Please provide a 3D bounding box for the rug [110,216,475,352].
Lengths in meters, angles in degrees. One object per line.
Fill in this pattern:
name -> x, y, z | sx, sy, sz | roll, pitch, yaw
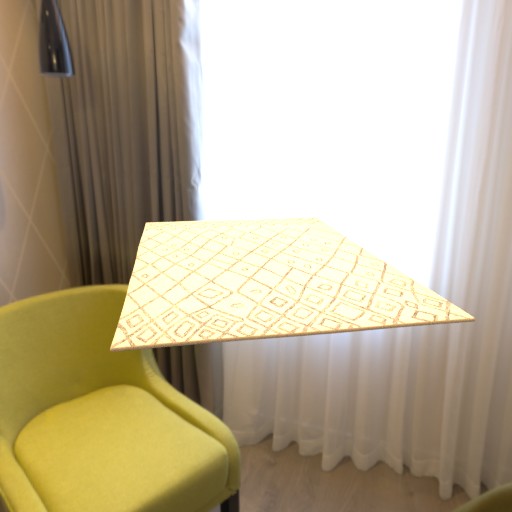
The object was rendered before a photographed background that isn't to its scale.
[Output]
rug -> 0.000, 0.000, 2.296 | 1.222, 0.015, 1.828 | -3, 17, -10
